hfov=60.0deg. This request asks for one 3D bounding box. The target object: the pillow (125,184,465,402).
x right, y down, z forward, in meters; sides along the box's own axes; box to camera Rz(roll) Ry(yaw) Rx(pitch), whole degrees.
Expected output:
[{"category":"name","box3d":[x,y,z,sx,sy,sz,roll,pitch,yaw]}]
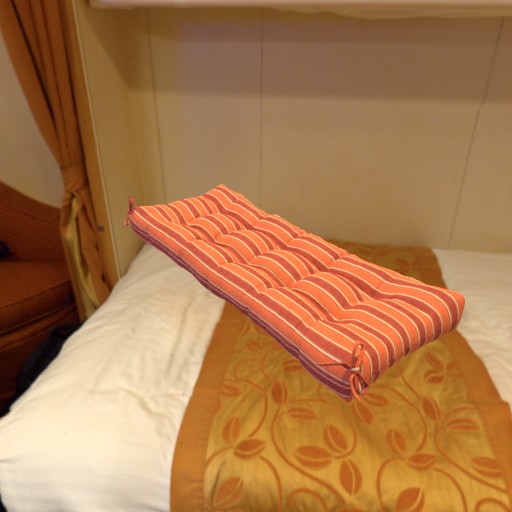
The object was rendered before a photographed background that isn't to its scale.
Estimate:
[{"category":"pillow","box3d":[0.000,0.000,1.407,0.511,0.174,1.194,-20,34,-33]}]
